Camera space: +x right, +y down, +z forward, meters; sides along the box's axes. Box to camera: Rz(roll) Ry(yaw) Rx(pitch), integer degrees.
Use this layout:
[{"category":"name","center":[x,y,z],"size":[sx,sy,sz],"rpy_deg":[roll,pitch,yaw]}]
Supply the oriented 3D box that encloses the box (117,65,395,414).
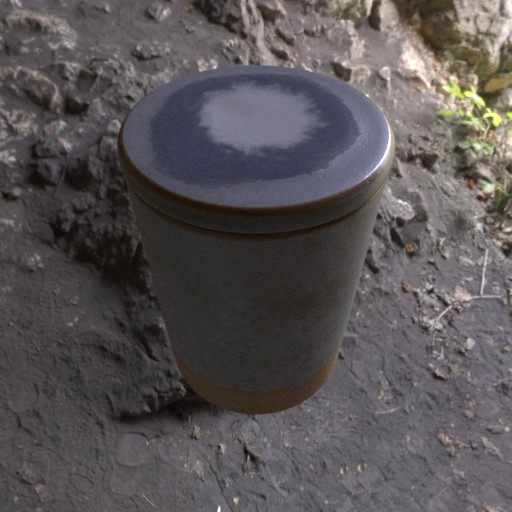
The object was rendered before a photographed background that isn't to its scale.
[{"category":"box","center":[0.000,0.000,0.250],"size":[0.118,0.168,0.118],"rpy_deg":[0,47,0]}]
